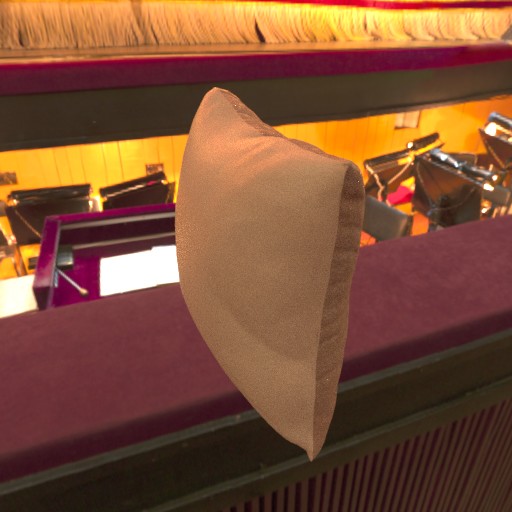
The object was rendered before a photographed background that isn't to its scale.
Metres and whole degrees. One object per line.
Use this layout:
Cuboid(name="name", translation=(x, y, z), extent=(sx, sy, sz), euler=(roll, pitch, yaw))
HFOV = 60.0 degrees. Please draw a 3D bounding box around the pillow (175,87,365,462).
Cuboid(name="pillow", translation=(0.000, 0.000, 0.712), extent=(0.245, 0.448, 0.450), euler=(-10, 32, -17))
